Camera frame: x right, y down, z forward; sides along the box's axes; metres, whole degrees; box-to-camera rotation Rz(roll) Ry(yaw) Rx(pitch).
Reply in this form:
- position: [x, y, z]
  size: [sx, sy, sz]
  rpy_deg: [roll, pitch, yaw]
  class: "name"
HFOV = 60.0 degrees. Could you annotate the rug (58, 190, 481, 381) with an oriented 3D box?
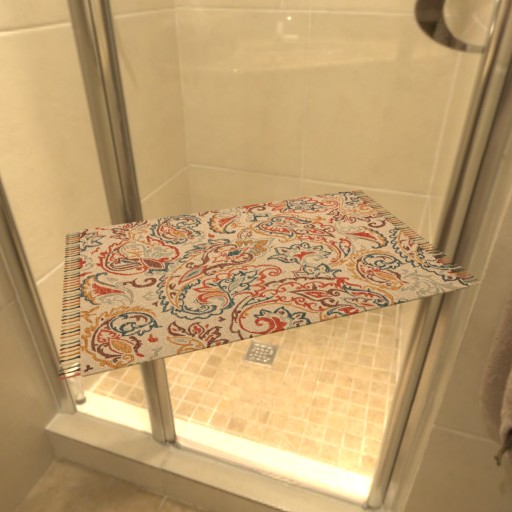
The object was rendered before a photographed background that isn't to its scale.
- position: [0.000, 0.000, 2.433]
  size: [1.997, 0.010, 1.218]
  rpy_deg: [-10, 34, -16]
  class: "rug"
